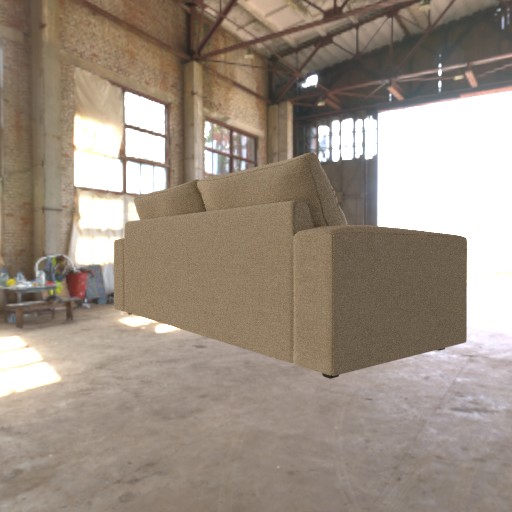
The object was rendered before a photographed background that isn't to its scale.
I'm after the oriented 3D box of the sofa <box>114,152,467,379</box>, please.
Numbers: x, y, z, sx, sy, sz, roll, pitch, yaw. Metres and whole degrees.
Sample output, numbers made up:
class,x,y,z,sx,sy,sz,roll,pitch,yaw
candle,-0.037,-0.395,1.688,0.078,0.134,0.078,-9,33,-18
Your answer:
class,x,y,z,sx,sy,sz,roll,pitch,yaw
sofa,0.000,0.000,2.842,1.040,0.922,2.299,-1,1,-37
